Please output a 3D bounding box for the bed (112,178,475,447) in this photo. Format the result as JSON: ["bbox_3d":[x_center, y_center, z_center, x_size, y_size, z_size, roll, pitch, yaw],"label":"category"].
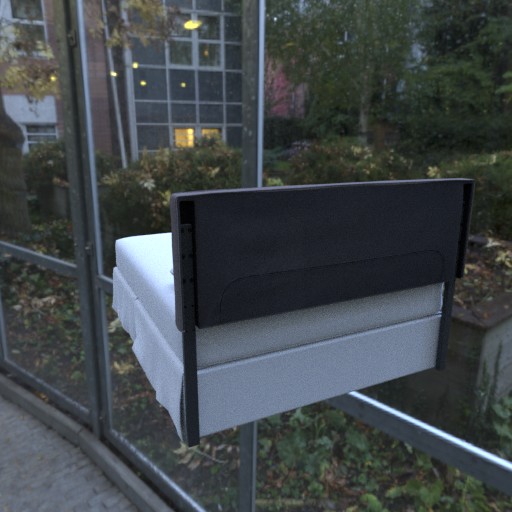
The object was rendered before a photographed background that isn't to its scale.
[{"bbox_3d":[0.000,0.000,2.873,1.610,1.089,1.894,-7,16,-25],"label":"bed"}]
